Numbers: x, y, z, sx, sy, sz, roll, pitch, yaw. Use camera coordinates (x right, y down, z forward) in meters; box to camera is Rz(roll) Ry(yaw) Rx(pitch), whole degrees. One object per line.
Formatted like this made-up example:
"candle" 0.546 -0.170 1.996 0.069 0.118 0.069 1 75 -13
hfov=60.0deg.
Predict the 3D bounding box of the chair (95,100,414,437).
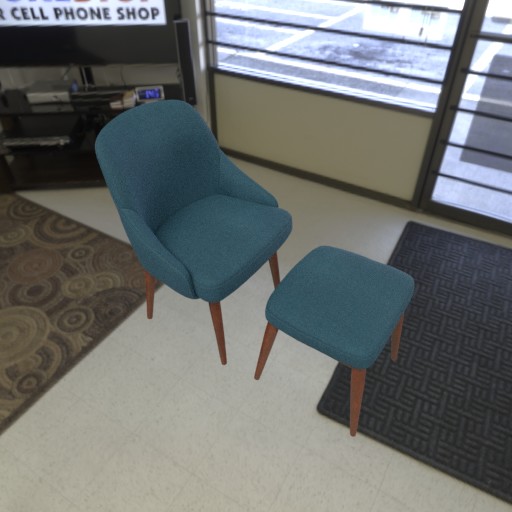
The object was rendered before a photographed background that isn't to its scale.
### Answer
"chair" 0.000 0.000 1.646 1.114 0.866 0.584 24 46 25
